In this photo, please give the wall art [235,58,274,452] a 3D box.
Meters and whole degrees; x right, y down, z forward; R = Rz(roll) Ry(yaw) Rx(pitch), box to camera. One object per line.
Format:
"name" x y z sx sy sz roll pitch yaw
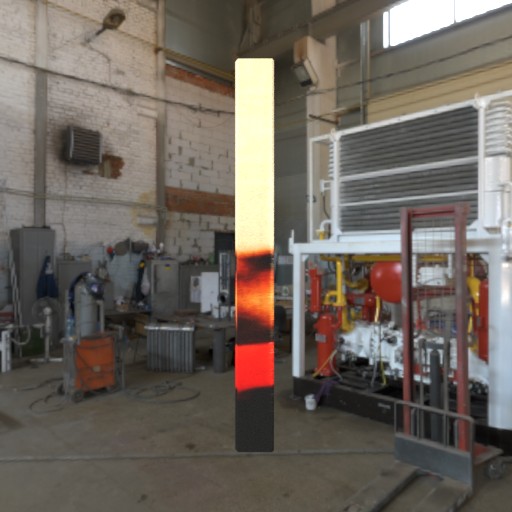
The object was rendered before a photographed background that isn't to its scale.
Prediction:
"wall art" 0.000 0.000 0.758 0.040 0.402 0.613 0 0 0
